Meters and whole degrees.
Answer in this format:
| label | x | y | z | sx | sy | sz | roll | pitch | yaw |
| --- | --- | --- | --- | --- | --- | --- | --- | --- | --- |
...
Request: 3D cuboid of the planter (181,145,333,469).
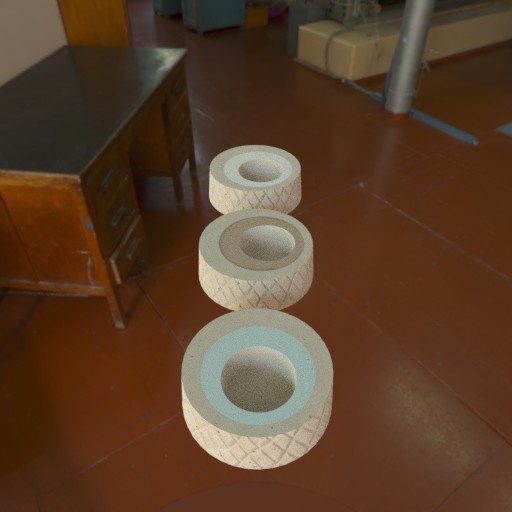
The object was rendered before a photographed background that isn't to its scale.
| label | x | y | z | sx | sy | sz | roll | pitch | yaw |
| --- | --- | --- | --- | --- | --- | --- | --- | --- | --- |
| planter | 0.000 | 0.000 | 0.430 | 0.114 | 0.038 | 0.390 | 0 | 41 | 0 |
